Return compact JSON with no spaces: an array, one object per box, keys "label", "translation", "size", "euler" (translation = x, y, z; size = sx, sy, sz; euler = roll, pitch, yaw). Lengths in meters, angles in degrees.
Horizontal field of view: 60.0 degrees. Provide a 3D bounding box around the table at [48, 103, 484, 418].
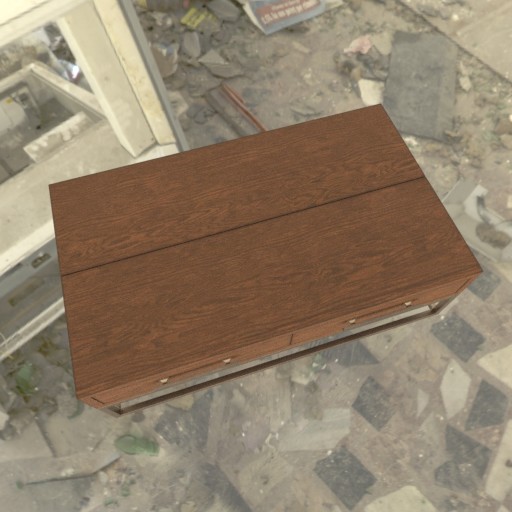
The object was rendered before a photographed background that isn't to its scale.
[{"label":"table","translation":[0.000,0.000,1.505],"size":[1.167,0.361,0.719],"euler":[-16,64,-8]}]
